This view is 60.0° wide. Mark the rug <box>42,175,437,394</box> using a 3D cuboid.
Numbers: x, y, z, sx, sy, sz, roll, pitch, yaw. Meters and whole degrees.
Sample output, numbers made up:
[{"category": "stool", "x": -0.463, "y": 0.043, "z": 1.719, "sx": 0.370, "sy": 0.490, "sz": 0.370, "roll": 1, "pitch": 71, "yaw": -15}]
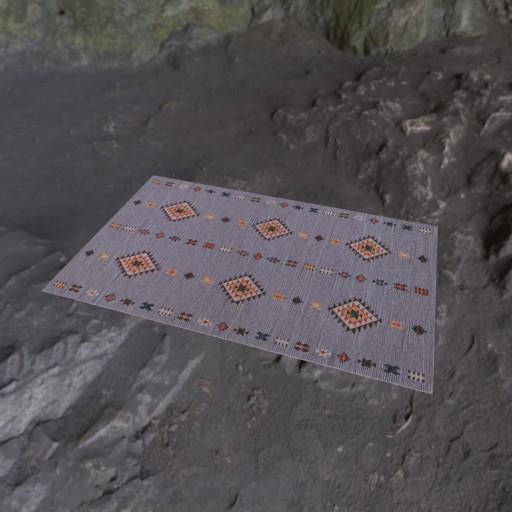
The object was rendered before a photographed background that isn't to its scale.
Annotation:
[{"category": "rug", "x": 0.000, "y": 0.000, "z": 3.133, "sx": 2.427, "sy": 0.007, "sz": 1.515, "roll": 12, "pitch": 42, "yaw": 14}]
